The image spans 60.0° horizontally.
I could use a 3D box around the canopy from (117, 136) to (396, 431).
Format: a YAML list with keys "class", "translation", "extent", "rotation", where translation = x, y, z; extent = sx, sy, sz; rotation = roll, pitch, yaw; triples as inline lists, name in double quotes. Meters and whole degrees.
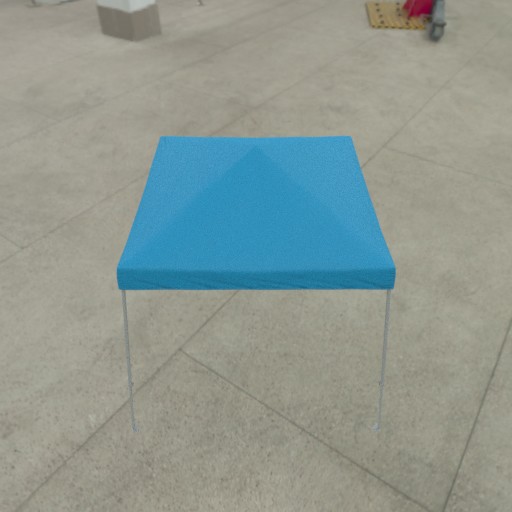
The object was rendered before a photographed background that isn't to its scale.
- class: "canopy"
  translation: [0.000, 0.000, 6.549]
  extent: [3.599, 3.600, 3.600]
  rotation: [0, 42, 0]
